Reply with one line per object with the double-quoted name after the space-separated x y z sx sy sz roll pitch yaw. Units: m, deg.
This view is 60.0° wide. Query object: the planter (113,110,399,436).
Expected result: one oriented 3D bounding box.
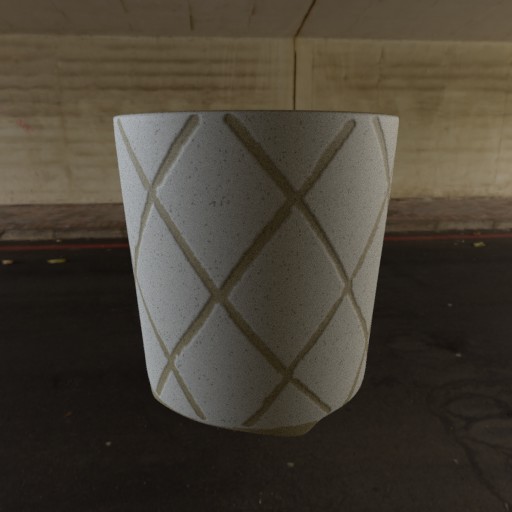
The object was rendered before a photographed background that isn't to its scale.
0.000 0.000 0.335 0.191 0.199 0.191 0 15 0 "planter"
